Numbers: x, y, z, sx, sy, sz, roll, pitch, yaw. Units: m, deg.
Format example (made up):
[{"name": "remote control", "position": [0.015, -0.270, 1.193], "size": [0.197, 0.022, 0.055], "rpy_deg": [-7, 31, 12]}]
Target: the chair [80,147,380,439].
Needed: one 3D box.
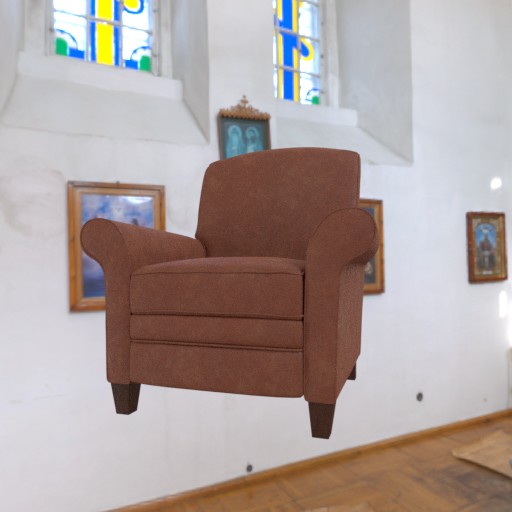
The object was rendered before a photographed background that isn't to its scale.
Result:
[{"name": "chair", "position": [0.000, 0.000, 1.763], "size": [0.978, 1.061, 0.902], "rpy_deg": [-1, -2, 18]}]
